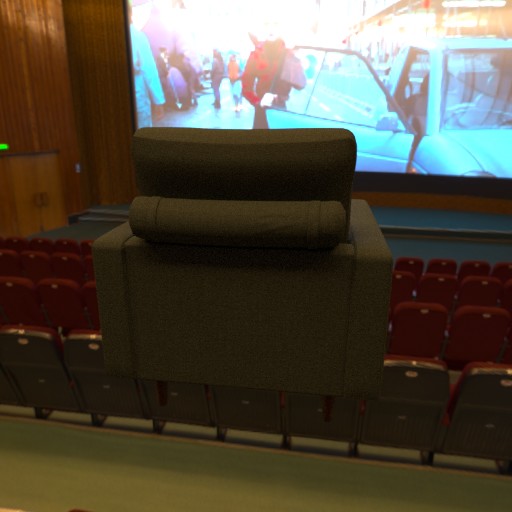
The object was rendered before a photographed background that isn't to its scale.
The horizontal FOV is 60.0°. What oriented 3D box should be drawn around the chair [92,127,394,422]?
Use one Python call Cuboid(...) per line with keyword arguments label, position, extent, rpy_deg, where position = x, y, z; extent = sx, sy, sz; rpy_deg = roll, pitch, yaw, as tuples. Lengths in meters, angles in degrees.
Cuboid(label="chair", position=(0.000, 0.000, 1.557), extent=(0.821, 0.880, 0.843), rpy_deg=(3, 18, 8))
